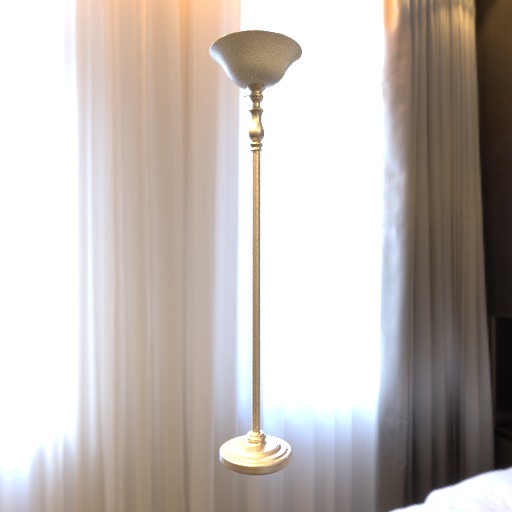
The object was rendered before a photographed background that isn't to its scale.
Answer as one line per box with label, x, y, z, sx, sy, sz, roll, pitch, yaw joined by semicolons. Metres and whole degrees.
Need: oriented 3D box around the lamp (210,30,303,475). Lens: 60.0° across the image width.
lamp;0.000;0.000;1.933;0.405;1.771;0.405;0;-1;35
